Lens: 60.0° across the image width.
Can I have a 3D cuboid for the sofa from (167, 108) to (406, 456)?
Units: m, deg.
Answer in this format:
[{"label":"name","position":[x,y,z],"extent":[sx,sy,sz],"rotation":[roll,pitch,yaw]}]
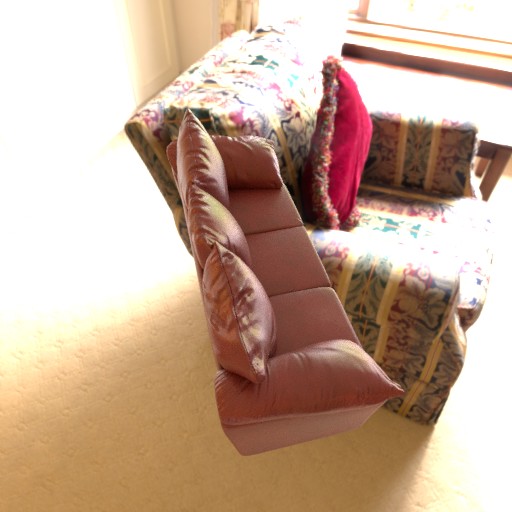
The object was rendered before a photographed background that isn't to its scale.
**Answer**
[{"label":"sofa","position":[0.000,0.000,2.932],"extent":[0.907,1.091,2.390],"rotation":[-10,47,-9]}]
